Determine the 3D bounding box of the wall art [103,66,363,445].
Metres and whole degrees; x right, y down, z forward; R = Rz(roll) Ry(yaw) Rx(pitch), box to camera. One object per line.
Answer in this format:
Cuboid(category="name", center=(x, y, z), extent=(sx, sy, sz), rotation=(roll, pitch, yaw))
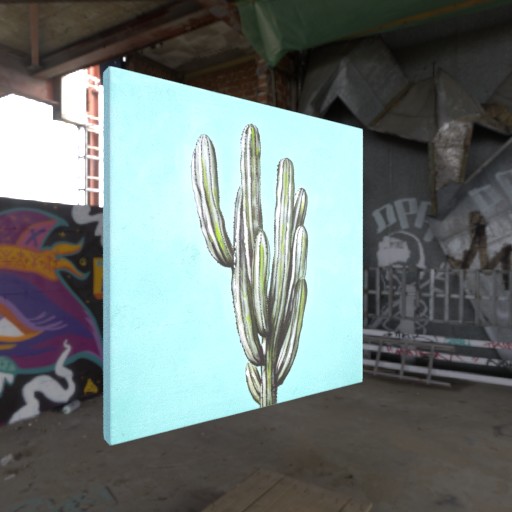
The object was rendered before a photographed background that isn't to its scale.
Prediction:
Cuboid(category="wall art", center=(0.000, 0.000, 1.589), extent=(1.071, 1.073, 0.070), rotation=(0, 0, -36))
